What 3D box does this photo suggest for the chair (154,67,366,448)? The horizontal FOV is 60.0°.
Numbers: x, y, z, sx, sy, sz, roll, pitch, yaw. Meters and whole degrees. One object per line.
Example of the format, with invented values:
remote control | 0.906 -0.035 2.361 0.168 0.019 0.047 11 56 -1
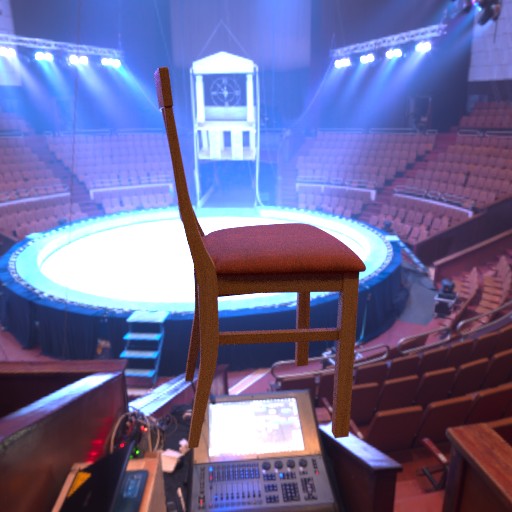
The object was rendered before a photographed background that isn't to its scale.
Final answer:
chair | 0.000 0.000 1.224 0.492 0.912 0.439 -3 16 -10
